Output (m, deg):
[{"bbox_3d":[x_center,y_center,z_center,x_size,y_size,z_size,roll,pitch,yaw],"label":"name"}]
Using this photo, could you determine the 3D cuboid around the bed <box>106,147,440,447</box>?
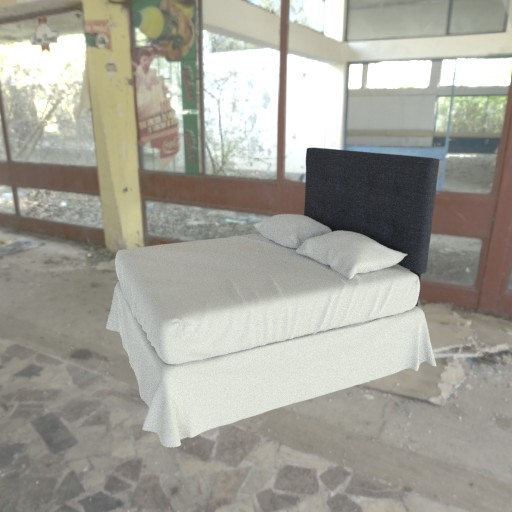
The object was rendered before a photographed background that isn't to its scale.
[{"bbox_3d":[0.000,0.000,3.546,2.222,1.577,1.936,-8,18,-24],"label":"bed"}]
